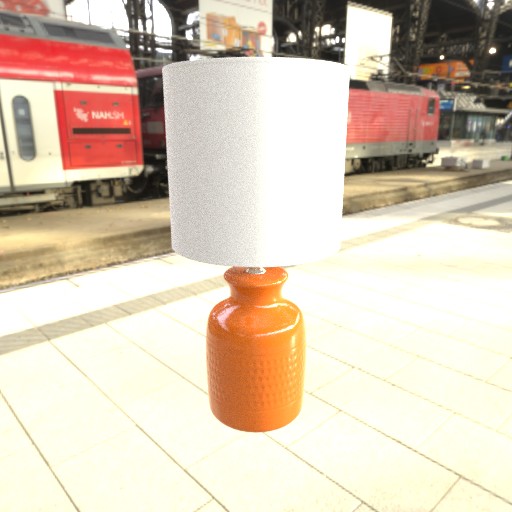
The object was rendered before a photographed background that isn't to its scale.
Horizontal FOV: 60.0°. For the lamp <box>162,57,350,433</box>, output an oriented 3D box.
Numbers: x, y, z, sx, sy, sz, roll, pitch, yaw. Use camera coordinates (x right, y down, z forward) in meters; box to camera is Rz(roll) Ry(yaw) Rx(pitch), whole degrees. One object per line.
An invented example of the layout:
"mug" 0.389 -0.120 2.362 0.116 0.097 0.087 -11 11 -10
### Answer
"lamp" 0.000 0.000 1.125 0.418 0.871 0.418 -15 22 -43
